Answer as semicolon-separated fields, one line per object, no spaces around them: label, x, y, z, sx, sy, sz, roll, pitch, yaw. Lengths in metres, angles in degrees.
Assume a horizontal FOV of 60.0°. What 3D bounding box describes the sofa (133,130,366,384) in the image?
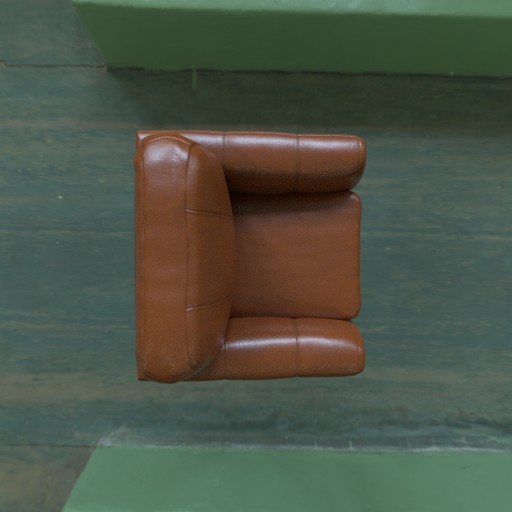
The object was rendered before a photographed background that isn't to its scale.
sofa;0.000;0.000;1.548;0.789;0.876;0.836;0;91;0
